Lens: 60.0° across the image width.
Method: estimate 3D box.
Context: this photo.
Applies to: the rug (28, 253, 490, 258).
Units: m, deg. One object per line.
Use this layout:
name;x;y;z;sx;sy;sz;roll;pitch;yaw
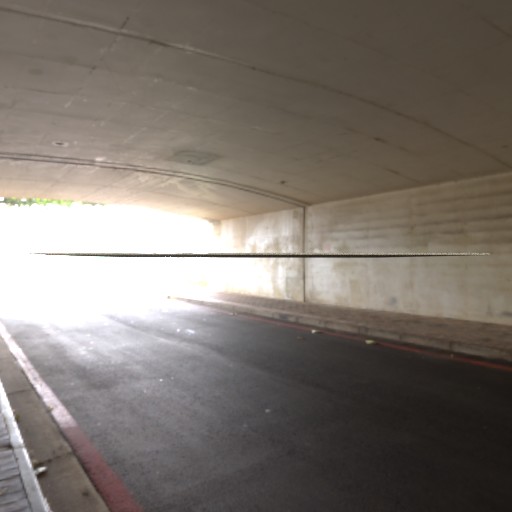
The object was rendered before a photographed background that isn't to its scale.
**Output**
rug;0.000;0.000;4.125;3.061;0.014;2.447;0;-1;-2
